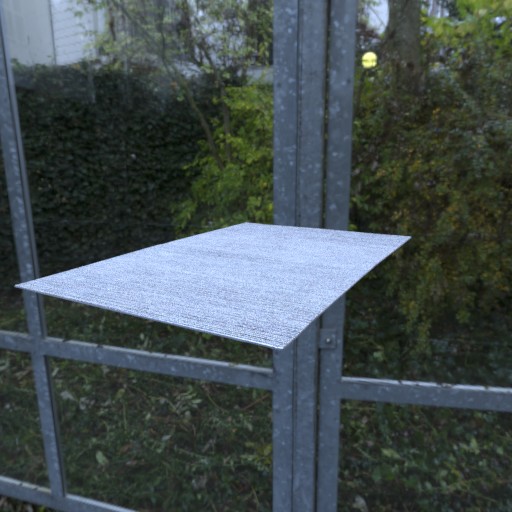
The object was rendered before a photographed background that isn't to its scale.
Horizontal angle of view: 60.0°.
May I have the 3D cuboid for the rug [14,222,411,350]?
[{"bbox_3d":[0.000,0.000,2.200,1.159,0.021,1.789,7,15,28],"label":"rug"}]
